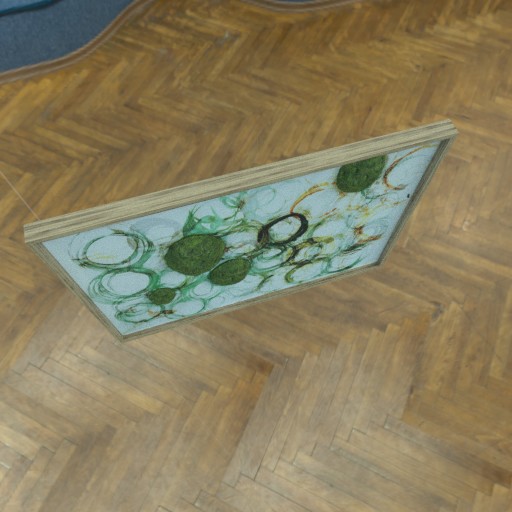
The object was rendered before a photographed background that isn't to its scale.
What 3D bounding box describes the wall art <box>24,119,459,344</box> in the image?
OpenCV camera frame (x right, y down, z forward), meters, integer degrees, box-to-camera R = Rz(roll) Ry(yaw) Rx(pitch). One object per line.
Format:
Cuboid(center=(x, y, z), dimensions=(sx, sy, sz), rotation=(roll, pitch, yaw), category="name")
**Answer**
Cuboid(center=(0.000, 0.000, 1.098), dimensions=(0.841, 0.609, 0.063), rotation=(-16, 64, -8), category="wall art")
